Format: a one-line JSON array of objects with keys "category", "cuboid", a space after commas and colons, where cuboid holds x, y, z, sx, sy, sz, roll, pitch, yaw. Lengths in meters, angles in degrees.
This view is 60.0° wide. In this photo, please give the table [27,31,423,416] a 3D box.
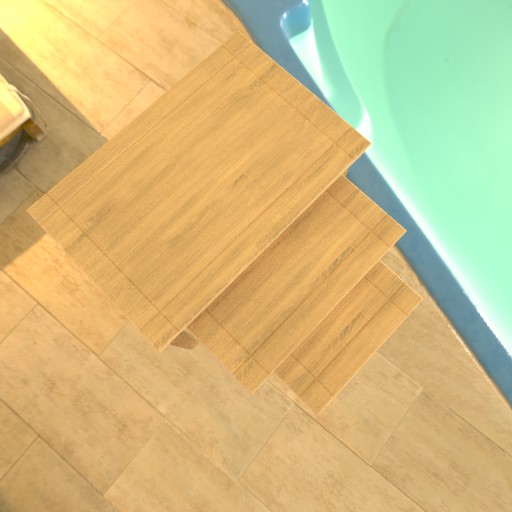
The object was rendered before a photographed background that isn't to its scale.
[{"category": "table", "cuboid": [0.000, 0.000, 1.226, 0.773, 0.535, 0.660, 44, 80, 10]}]
